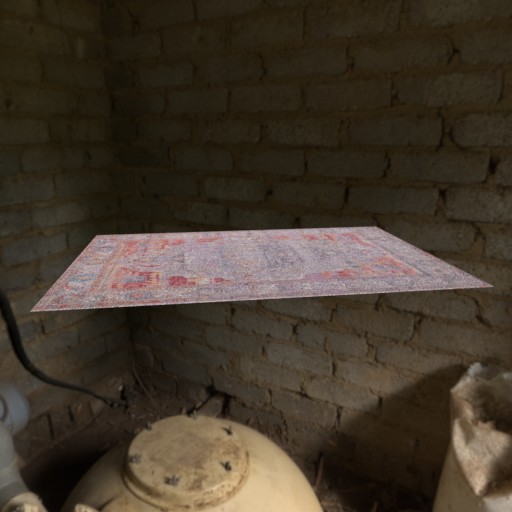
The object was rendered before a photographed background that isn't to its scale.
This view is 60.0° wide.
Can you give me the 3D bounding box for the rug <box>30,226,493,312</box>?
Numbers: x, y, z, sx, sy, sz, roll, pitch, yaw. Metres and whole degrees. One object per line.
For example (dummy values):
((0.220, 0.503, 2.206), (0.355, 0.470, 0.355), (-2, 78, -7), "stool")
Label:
((0.000, 0.000, 2.307), (1.829, 0.005, 1.219), (-2, 16, -8), "rug")
